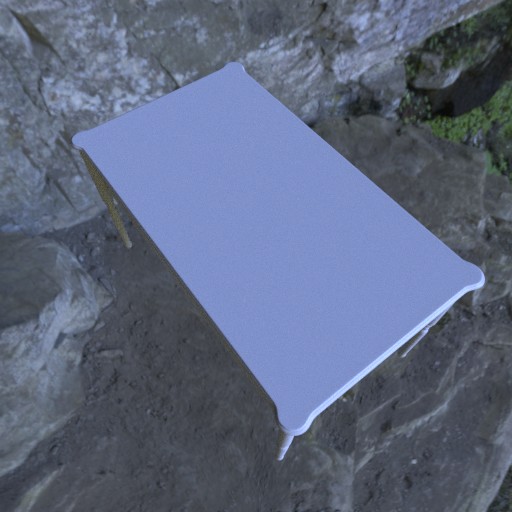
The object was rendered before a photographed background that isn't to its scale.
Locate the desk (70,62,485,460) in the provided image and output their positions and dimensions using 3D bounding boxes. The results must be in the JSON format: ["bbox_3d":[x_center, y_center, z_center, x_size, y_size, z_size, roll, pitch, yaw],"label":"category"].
[{"bbox_3d":[0.000,0.000,1.866,0.807,0.762,1.380,-33,64,-18],"label":"desk"}]
